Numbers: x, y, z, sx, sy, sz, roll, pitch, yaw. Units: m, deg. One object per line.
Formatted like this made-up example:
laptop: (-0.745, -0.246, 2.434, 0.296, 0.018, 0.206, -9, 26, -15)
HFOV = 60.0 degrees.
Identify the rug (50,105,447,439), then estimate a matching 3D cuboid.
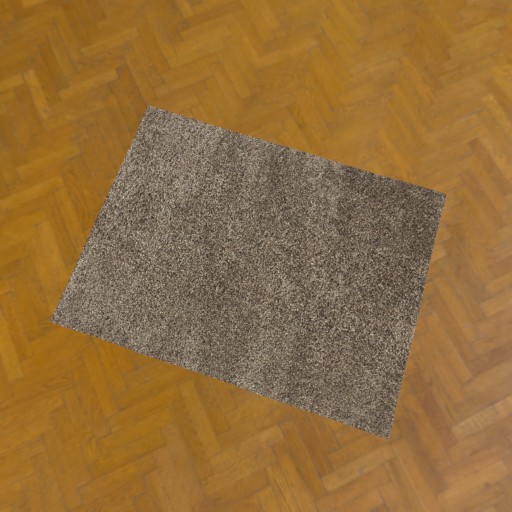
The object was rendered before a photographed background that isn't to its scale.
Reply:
rug: (0.000, 0.000, 2.127, 1.601, 0.025, 1.198, 18, 75, 5)
